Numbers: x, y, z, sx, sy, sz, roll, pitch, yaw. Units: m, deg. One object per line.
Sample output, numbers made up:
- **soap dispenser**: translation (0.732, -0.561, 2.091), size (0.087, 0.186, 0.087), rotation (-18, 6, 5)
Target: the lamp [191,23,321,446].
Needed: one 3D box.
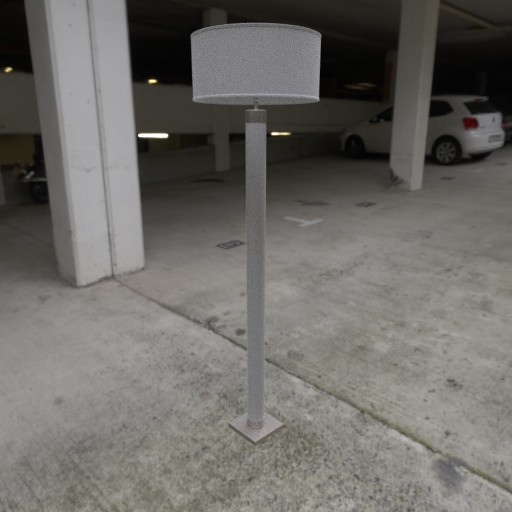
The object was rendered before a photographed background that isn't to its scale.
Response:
- **lamp**: translation (0.000, 0.000, 1.626), size (0.420, 1.475, 0.420), rotation (-14, 21, -41)
